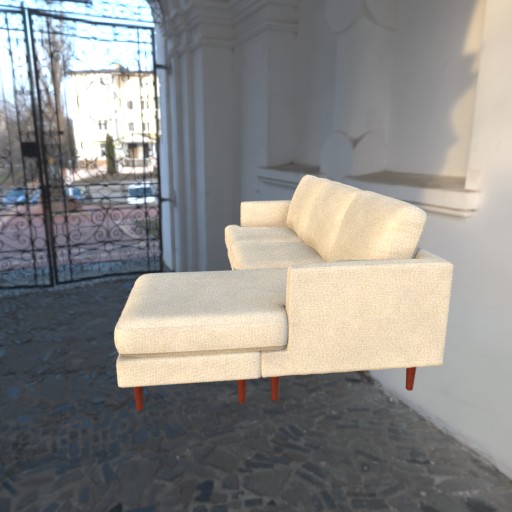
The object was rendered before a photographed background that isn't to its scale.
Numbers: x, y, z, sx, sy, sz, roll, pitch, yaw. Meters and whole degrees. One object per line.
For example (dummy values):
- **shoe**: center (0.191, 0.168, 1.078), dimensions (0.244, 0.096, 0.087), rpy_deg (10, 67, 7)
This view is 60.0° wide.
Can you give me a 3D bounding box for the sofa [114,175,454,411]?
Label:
- **sofa**: center (0.000, 0.000, 3.001), dimensions (1.504, 0.956, 2.233), rpy_deg (-2, 15, -7)
